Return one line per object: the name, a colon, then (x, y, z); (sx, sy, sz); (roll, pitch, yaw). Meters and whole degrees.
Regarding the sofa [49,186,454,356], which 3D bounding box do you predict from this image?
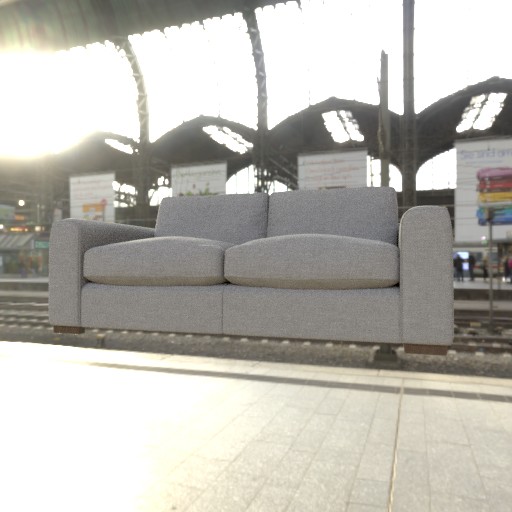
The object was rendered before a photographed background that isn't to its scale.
sofa: (0.000, 0.000, 2.461); (1.920, 0.800, 1.069); (0, -1, 17)
